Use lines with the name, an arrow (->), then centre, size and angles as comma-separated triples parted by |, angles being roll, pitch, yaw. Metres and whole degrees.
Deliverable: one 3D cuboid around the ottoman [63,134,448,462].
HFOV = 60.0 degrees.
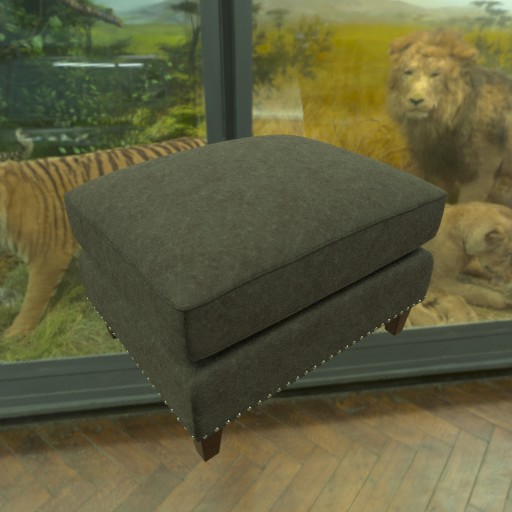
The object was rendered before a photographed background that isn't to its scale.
ottoman -> 0.000, 0.000, 1.141 | 0.741, 0.513, 0.584 | -22, 38, -32
